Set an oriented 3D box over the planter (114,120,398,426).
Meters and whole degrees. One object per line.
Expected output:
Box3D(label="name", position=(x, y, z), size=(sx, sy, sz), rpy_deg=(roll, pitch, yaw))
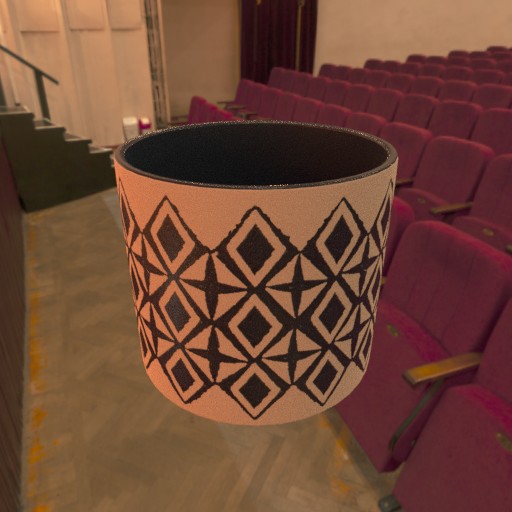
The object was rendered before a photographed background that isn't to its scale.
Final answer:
Box3D(label="planter", position=(0.000, 0.000, 0.288), size=(0.159, 0.144, 0.159), rpy_deg=(0, 27, 0))
